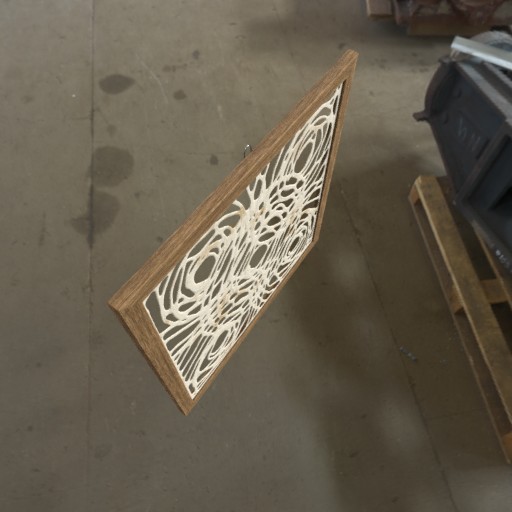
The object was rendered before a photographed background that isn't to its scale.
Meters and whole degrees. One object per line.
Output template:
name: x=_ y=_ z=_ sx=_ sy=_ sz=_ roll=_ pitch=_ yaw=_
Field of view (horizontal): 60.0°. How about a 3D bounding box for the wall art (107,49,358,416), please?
wall art: x=0.000 y=0.000 z=0.843 sx=0.021 sy=0.576 sz=0.561 roll=31 pitch=64 yaw=17
